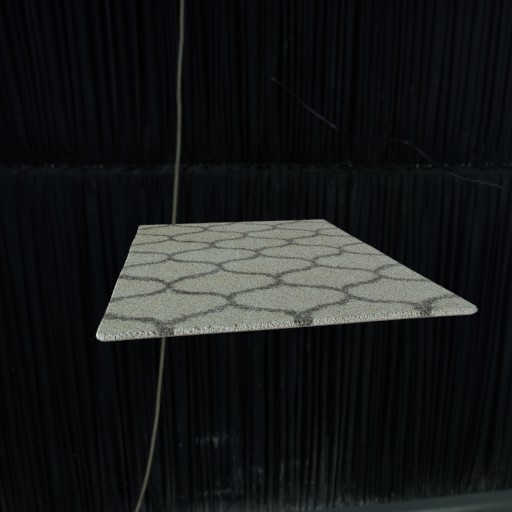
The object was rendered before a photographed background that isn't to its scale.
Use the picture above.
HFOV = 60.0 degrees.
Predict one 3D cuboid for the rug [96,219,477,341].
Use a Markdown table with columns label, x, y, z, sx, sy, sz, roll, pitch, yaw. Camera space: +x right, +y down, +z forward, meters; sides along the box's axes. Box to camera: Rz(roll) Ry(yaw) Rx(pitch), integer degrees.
| label | x | y | z | sx | sy | sz | roll | pitch | yaw |
| --- | --- | --- | --- | --- | --- | --- | --- | --- | --- |
| rug | 0.000 | 0.000 | 2.105 | 1.200 | 0.025 | 1.600 | -3 | 15 | -10 |
